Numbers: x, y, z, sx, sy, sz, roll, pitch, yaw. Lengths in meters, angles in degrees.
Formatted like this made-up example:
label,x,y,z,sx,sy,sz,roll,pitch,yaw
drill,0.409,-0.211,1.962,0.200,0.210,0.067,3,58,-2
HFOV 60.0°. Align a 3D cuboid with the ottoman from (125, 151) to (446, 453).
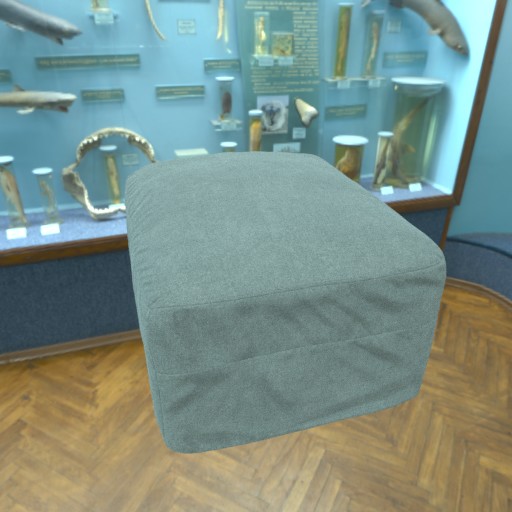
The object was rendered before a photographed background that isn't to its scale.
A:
label,x,y,z,sx,sy,sz,roll,pitch,yaw
ottoman,0.000,0.000,1.261,0.683,0.481,0.837,-8,30,-14
